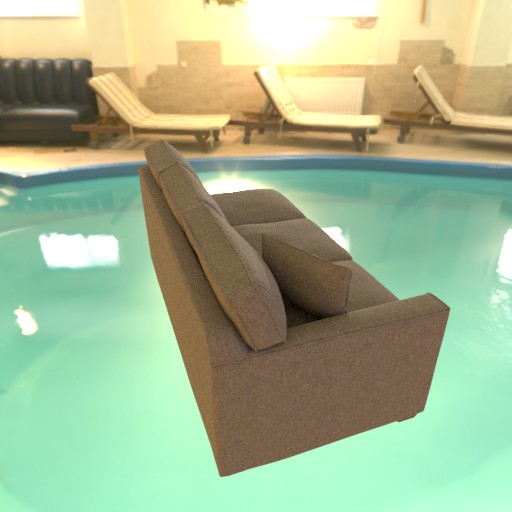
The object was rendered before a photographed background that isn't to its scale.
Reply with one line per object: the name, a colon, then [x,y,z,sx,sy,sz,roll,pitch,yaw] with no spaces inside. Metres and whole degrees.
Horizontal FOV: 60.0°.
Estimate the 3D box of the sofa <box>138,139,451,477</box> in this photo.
sofa: [0.000,0.000,2.519,1.034,0.946,1.963,-10,30,-17]
